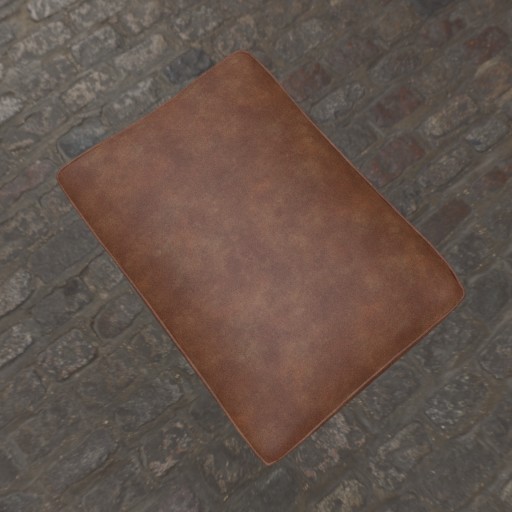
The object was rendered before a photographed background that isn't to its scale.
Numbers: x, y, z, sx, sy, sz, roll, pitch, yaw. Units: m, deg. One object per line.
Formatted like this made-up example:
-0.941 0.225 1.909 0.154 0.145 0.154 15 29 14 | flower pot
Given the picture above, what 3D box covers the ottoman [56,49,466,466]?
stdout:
0.000 0.000 0.965 0.501 0.418 0.665 -37 78 -9 | ottoman
